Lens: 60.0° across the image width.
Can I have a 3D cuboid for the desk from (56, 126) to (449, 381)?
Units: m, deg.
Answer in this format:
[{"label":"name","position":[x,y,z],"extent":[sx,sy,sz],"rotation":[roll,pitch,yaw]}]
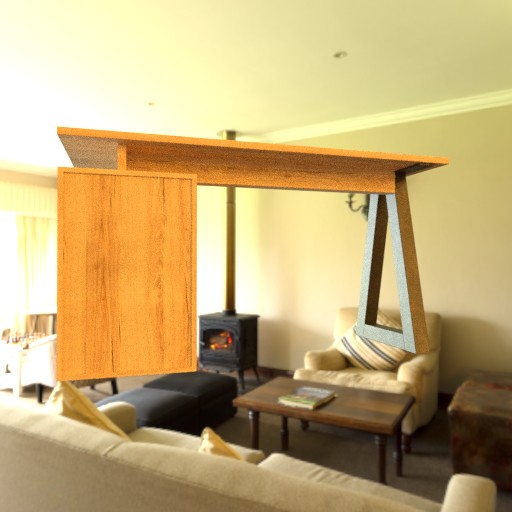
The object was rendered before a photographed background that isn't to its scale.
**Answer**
[{"label":"desk","position":[0.000,0.000,1.775],"extent":[1.400,0.760,0.550],"rotation":[0,-1,-17]}]
